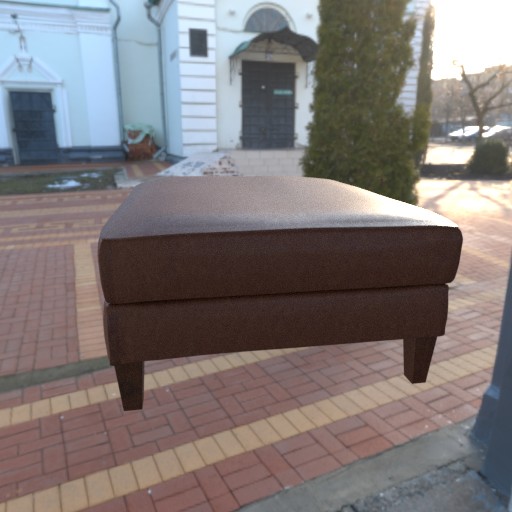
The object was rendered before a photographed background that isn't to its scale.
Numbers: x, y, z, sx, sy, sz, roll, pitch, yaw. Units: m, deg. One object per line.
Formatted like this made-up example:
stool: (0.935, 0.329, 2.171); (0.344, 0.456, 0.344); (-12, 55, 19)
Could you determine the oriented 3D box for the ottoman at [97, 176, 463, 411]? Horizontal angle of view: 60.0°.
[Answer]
ottoman: (0.000, 0.000, 1.457); (0.836, 0.472, 0.987); (-3, 16, -9)
